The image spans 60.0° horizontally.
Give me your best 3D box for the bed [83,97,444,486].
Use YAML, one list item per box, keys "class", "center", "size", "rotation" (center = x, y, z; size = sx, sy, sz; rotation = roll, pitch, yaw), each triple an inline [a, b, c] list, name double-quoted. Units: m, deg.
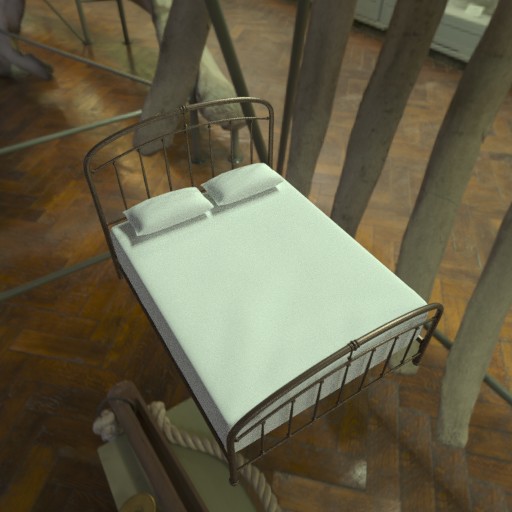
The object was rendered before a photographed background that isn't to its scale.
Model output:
- class: "bed"
  center: [0.000, 0.000, 3.282]
  size: [1.711, 1.475, 2.168]
  rotation: [-24, 49, -22]
